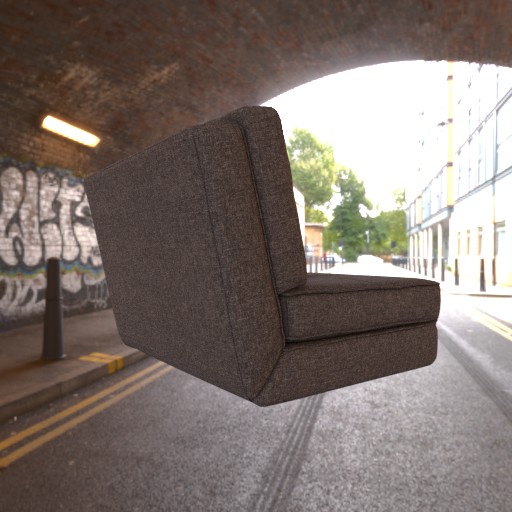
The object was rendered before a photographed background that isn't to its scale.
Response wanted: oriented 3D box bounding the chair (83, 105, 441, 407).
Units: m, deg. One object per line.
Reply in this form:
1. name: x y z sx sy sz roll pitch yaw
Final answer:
1. chair: 0.000 0.000 1.306 0.800 0.615 0.740 0 0 -36
